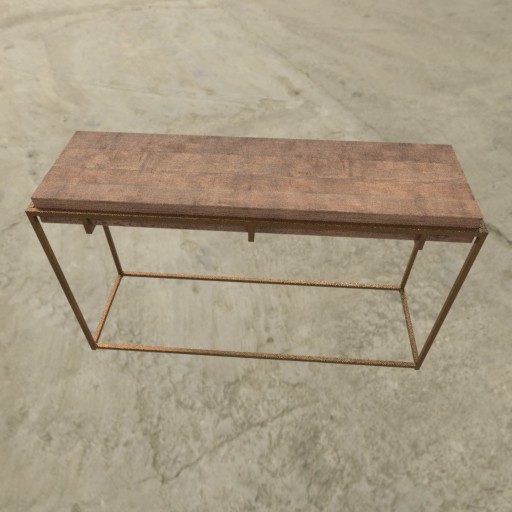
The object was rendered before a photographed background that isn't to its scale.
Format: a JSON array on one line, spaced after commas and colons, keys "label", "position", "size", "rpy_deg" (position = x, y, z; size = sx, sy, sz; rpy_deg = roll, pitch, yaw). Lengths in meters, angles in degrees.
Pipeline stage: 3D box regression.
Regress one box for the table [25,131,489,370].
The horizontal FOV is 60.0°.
[{"label": "table", "position": [0.000, 0.000, 1.753], "size": [1.400, 0.820, 0.440], "rpy_deg": [3, 46, 3]}]
